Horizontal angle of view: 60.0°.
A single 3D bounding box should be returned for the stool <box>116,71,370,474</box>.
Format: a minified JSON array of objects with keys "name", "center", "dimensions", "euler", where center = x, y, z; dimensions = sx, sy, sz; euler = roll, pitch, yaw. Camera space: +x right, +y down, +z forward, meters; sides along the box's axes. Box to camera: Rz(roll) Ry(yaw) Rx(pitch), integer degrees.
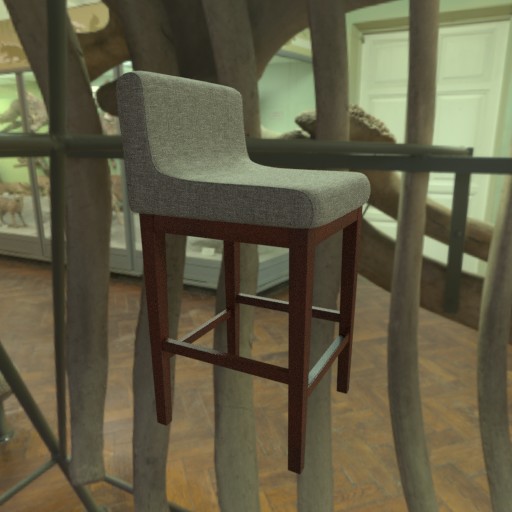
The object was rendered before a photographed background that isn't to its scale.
[{"name":"stool","center":[0.000,0.000,1.093],"dimensions":[0.459,0.835,0.417],"euler":[8,17,26]}]
